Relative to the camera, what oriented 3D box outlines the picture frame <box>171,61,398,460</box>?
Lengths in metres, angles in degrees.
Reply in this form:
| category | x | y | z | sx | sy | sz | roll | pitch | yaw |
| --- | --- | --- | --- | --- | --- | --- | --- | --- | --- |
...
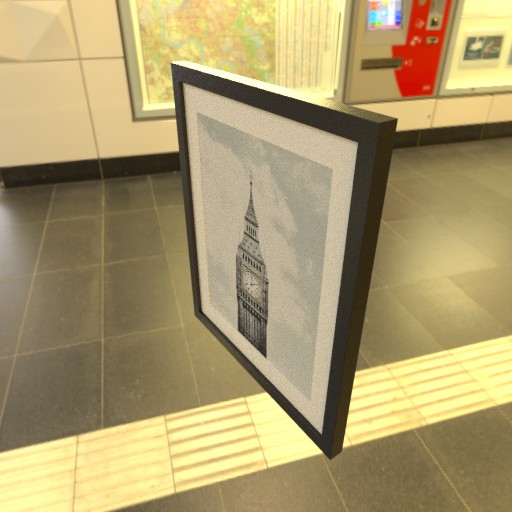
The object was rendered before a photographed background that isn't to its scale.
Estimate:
| category | x | y | z | sx | sy | sz | roll | pitch | yaw |
| --- | --- | --- | --- | --- | --- | --- | --- | --- | --- |
| picture frame | 0.000 | 0.000 | 0.753 | 0.028 | 0.556 | 0.460 | -21 | 38 | -30 |
